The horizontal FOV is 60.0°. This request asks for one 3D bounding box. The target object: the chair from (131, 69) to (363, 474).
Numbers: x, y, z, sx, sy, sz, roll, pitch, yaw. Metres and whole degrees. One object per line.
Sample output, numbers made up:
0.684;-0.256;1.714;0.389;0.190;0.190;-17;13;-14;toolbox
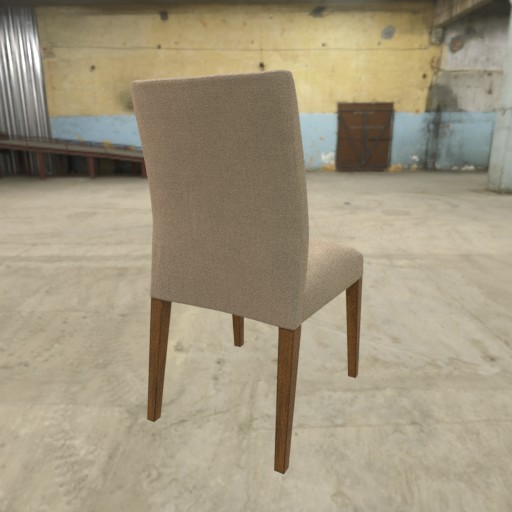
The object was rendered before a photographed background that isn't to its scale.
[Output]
0.000;0.000;1.301;0.496;0.940;0.585;9;18;28;chair
